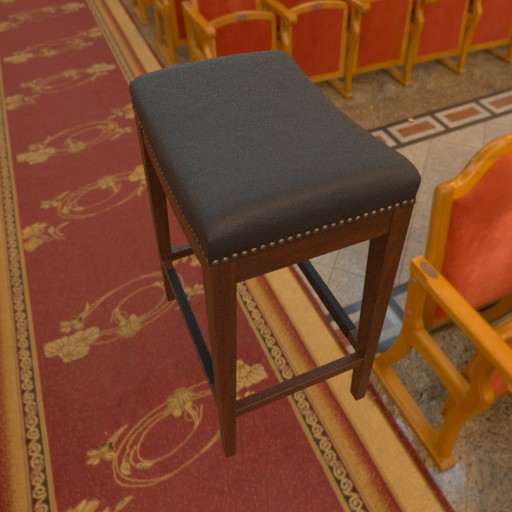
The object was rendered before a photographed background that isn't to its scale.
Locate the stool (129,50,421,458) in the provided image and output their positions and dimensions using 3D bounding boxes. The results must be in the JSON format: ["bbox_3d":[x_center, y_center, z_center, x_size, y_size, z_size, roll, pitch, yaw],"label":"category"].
[{"bbox_3d":[0.000,0.000,0.924,0.353,0.664,0.490,-18,49,-16],"label":"stool"}]
